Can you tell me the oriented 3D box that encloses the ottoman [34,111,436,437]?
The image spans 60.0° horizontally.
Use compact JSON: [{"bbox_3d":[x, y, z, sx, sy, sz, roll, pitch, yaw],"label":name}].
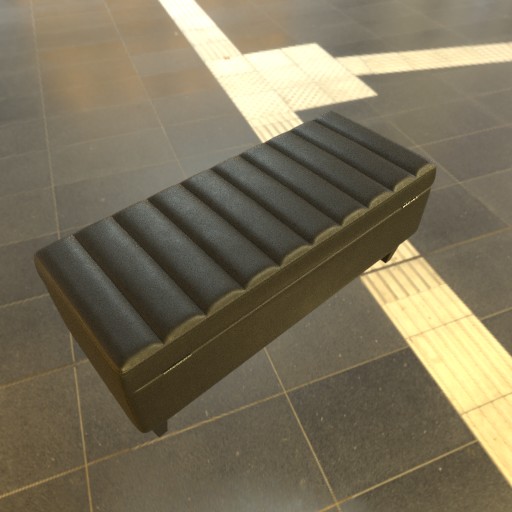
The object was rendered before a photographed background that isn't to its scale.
[{"bbox_3d":[0.000,0.000,1.425,1.151,0.469,0.482,-32,54,-27],"label":"ottoman"}]
